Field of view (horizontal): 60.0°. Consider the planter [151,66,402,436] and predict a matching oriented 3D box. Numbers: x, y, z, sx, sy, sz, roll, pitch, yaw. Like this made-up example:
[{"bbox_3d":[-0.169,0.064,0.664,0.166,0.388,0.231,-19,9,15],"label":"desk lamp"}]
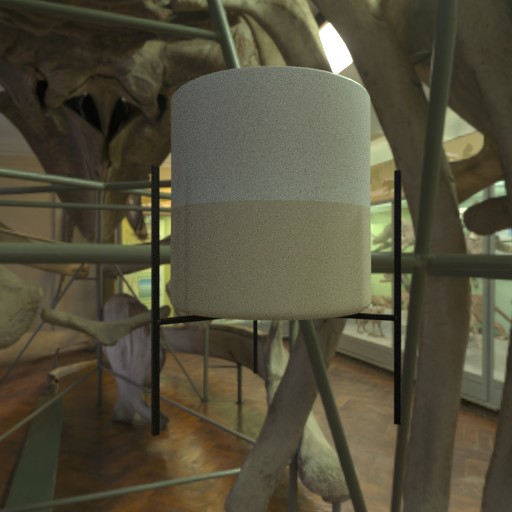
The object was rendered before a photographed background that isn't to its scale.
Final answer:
[{"bbox_3d":[0.000,0.000,0.546,0.263,0.362,0.267,0,0,-19],"label":"planter"}]
